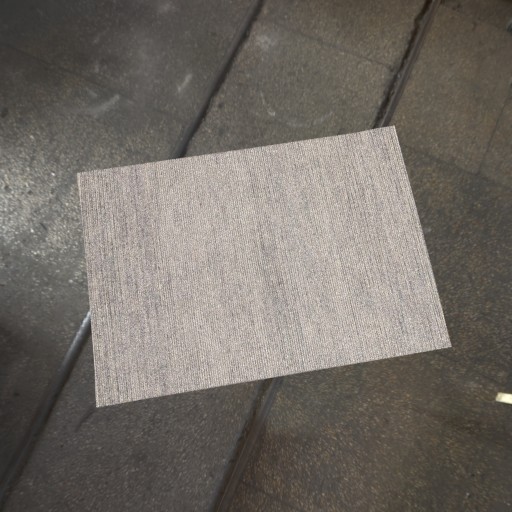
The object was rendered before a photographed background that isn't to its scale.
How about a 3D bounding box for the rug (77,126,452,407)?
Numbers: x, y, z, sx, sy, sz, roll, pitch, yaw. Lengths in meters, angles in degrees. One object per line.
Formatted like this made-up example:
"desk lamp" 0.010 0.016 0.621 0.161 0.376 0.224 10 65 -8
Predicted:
"rug" 0.000 0.000 2.994 2.307 0.030 1.604 -9 77 -2
